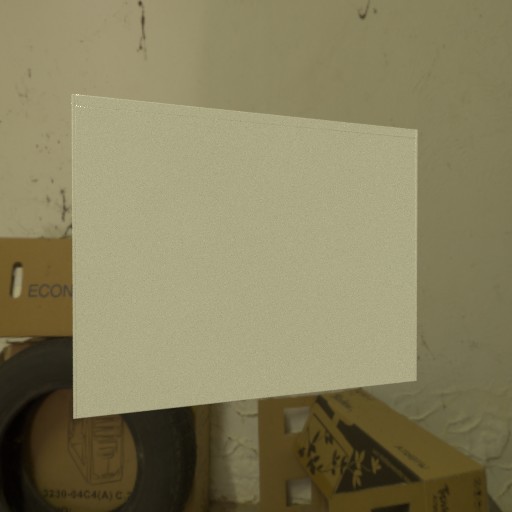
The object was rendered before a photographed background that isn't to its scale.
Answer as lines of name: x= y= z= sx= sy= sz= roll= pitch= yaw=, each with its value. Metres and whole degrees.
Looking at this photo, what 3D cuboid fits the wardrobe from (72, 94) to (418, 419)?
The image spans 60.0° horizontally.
wardrobe: x=0.000 y=0.000 z=3.968 sx=3.000 sy=2.360 sz=0.580 roll=0 pitch=1 yaw=-18
